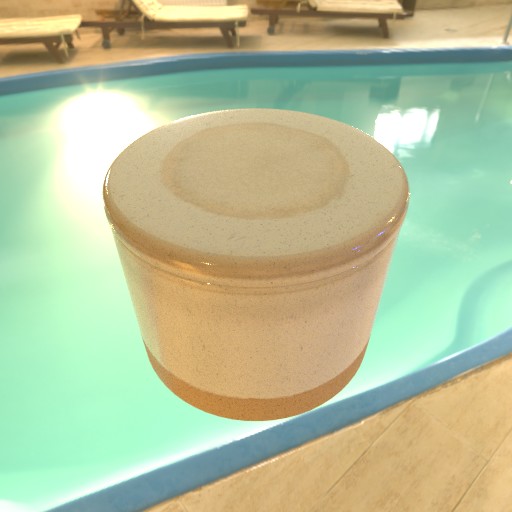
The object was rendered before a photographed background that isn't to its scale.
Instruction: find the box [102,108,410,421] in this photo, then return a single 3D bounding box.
[{"bbox_3d":[0.000,0.000,0.265,0.154,0.123,0.154,0,40,0],"label":"box"}]
